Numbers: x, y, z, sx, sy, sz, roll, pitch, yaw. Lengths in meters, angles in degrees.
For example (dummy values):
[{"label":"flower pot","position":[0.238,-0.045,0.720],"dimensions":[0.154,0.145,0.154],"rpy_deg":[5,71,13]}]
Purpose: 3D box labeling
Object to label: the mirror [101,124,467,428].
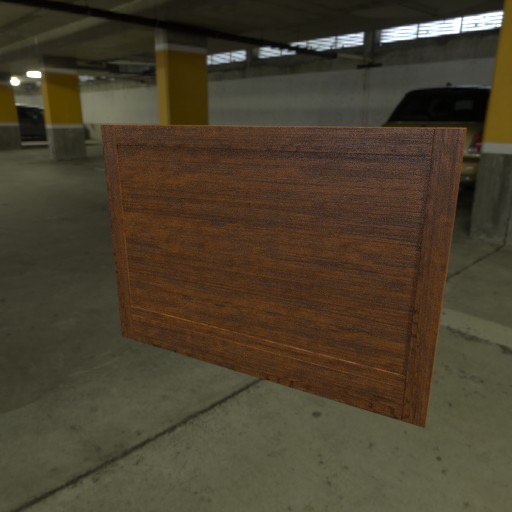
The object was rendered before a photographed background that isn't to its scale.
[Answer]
[{"label":"mirror","position":[0.000,0.000,0.950],"dimensions":[0.758,0.537,0.084],"rpy_deg":[9,20,27]}]
